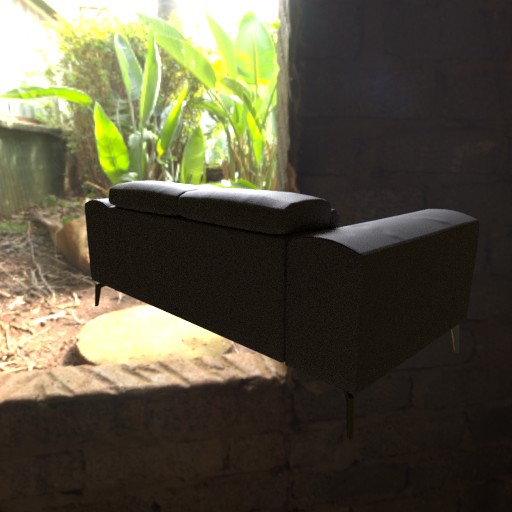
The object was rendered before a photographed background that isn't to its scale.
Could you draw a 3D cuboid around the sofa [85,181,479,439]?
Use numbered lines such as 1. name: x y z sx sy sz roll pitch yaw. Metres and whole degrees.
1. sofa: 0.000 0.000 2.339 1.895 0.779 1.003 13 19 43
